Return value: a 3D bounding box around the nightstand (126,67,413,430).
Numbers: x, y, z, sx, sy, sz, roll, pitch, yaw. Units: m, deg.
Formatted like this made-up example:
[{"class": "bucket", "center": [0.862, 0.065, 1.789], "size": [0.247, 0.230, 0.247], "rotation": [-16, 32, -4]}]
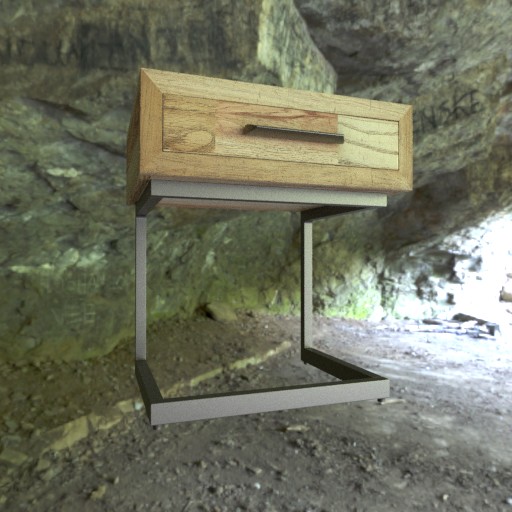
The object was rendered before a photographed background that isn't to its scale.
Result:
[{"class": "nightstand", "center": [0.000, 0.000, 1.029], "size": [0.558, 0.632, 0.481], "rotation": [0, -1, -19]}]
